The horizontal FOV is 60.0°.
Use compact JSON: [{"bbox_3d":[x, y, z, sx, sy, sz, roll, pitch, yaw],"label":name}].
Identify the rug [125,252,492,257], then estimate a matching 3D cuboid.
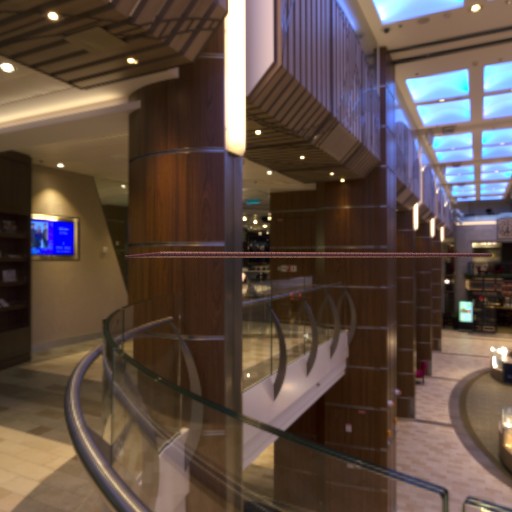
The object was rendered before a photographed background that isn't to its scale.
[{"bbox_3d":[0.000,0.000,5.764,3.033,0.033,4.578,0,0,-19],"label":"rug"}]
